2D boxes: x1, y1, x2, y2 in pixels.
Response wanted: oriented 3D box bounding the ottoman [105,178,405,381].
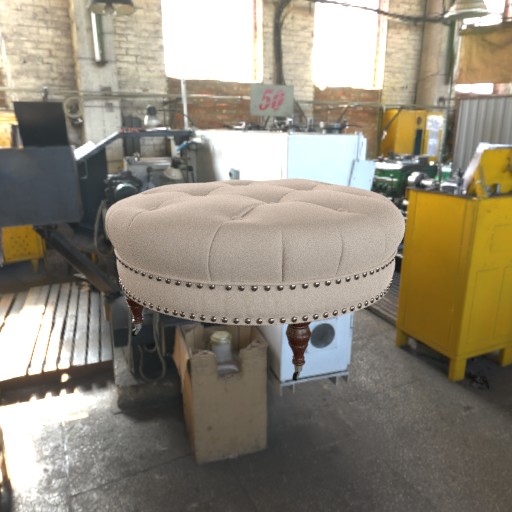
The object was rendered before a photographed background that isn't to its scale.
[{"bbox_3d":[0.000,0.000,1.420,0.901,0.439,0.901,0,16,0],"label":"ottoman"}]
